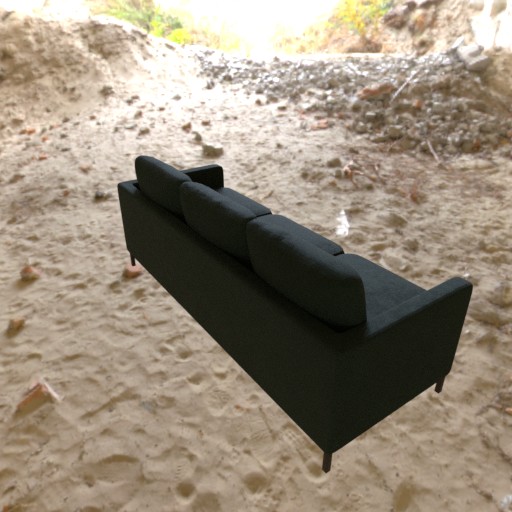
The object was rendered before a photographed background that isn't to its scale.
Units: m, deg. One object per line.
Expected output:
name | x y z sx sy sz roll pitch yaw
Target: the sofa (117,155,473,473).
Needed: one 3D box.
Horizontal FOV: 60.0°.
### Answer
sofa | 0.000 0.000 2.647 0.859 0.870 2.218 -19 33 -31
